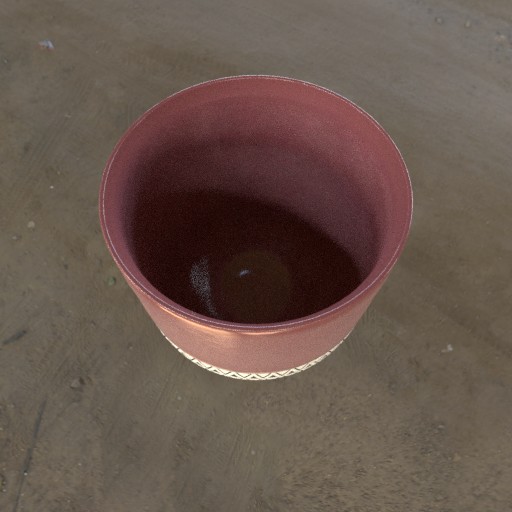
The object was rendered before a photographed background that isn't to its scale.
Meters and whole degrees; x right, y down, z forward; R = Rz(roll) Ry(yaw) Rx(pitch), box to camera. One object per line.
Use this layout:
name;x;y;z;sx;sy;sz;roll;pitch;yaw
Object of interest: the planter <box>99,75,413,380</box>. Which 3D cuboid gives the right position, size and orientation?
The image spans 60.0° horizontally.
planter;0.000;0.000;0.497;0.266;0.270;0.266;0;62;0
